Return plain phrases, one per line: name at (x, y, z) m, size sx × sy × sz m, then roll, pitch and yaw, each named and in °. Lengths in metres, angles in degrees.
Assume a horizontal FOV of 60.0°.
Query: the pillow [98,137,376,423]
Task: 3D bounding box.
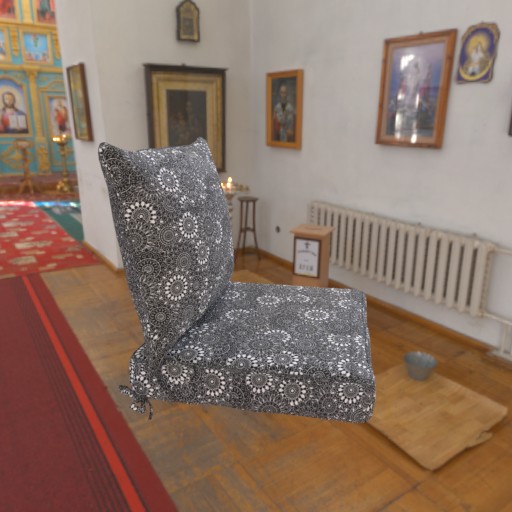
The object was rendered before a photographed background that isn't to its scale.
pillow at (0.000, 0.000, 1.407) m, size 0.740 × 0.722 × 0.798 m, roll 3°, pitch 16°, yaw 11°
